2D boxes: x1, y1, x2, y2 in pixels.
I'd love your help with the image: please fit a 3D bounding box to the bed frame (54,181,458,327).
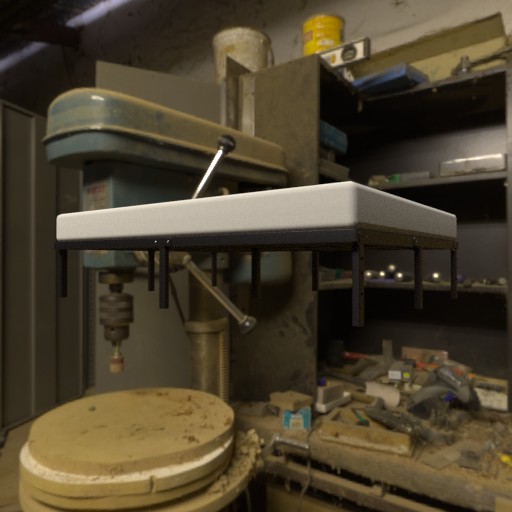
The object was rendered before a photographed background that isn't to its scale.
[{"bbox_3d":[0.000,0.000,3.598,2.635,0.680,1.990,0,-1,37],"label":"bed frame"}]
